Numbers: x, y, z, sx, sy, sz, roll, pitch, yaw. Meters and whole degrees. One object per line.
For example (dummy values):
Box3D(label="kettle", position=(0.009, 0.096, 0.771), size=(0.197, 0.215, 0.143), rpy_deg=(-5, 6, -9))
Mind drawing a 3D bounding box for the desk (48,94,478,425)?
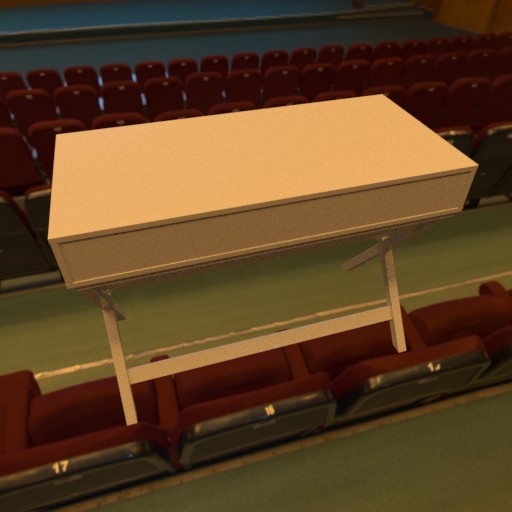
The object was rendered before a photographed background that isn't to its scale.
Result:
Box3D(label="desk", position=(0.000, 0.000, 1.474), size=(1.059, 0.780, 0.509), rpy_deg=(-11, 42, -12))
